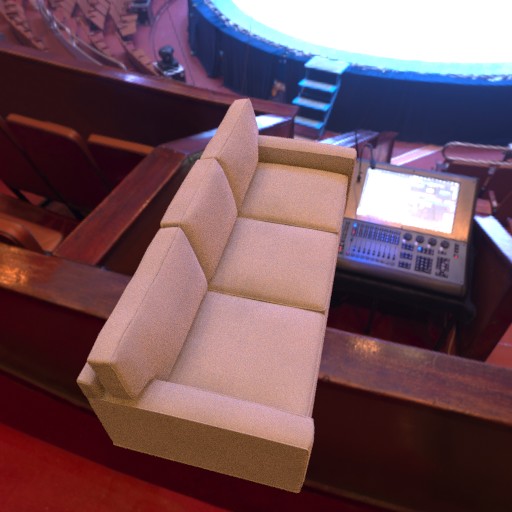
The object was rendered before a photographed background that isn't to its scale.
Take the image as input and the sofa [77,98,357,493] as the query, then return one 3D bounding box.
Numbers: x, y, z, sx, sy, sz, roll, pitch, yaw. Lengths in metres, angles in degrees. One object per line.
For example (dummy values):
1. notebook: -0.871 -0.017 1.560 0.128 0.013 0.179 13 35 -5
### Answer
1. sofa: 0.000 0.000 2.505 0.935 0.862 2.088 10 47 9
